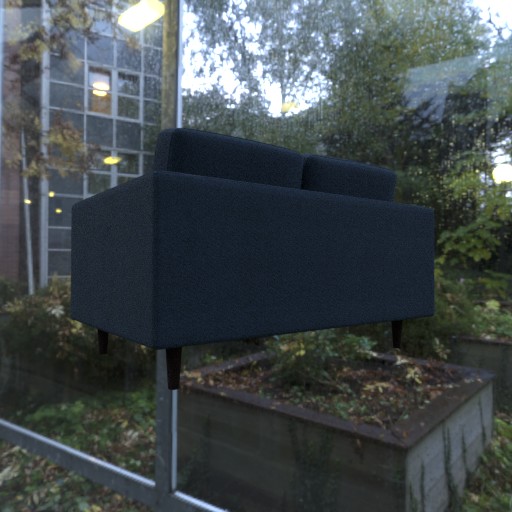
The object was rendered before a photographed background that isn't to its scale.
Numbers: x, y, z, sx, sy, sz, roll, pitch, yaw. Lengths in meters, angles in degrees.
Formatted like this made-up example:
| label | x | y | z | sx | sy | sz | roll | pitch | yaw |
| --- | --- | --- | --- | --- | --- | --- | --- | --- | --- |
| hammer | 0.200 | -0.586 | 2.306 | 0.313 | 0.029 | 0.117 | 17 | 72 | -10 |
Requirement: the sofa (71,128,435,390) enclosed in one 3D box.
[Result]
| label | x | y | z | sx | sy | sz | roll | pitch | yaw |
| --- | --- | --- | --- | --- | --- | --- | --- | --- | --- |
| sofa | 0.000 | 0.000 | 2.190 | 1.518 | 0.930 | 0.999 | 1 | -2 | -37 |
